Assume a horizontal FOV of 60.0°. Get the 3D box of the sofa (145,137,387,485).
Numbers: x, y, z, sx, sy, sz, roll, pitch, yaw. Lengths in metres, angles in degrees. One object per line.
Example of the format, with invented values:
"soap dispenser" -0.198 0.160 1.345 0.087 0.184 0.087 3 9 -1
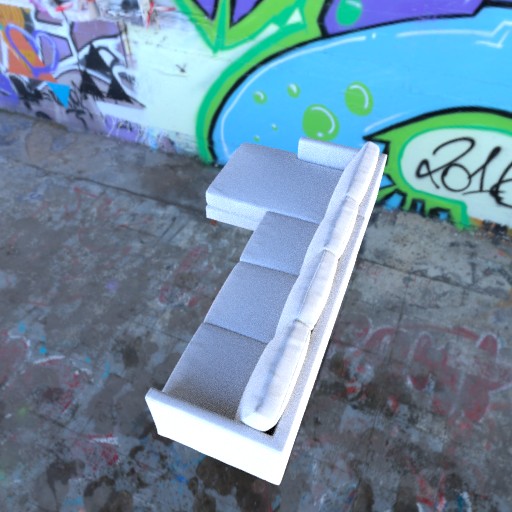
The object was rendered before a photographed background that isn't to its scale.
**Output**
"sofa" 0.000 0.000 3.898 1.625 0.861 3.186 17 50 15
